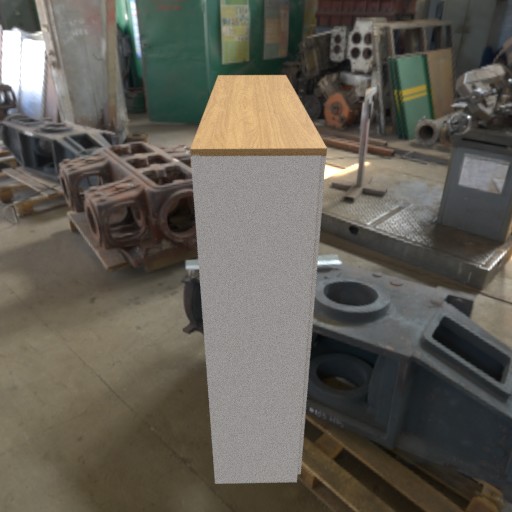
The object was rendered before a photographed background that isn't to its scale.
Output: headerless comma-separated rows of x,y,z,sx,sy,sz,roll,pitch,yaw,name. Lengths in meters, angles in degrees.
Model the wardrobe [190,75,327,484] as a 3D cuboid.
0.000,0.000,3.341,0.590,2.260,2.160,-1,30,-1,wardrobe
